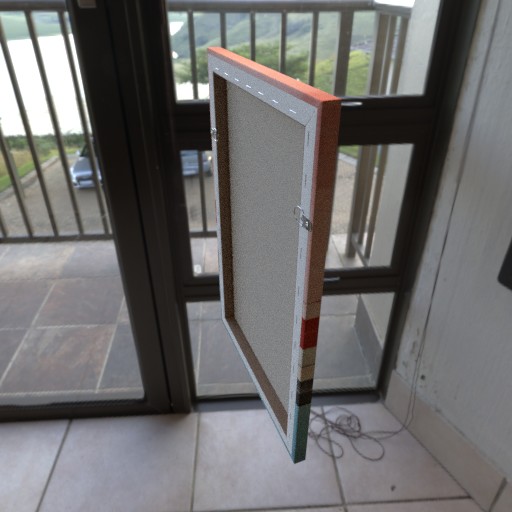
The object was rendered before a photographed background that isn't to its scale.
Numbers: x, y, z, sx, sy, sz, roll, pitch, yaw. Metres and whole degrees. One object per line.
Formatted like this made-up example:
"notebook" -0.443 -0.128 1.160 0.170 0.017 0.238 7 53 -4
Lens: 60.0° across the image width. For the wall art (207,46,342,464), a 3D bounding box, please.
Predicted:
"wall art" 0.000 0.000 1.148 0.038 0.914 0.610 -12 35 -18
